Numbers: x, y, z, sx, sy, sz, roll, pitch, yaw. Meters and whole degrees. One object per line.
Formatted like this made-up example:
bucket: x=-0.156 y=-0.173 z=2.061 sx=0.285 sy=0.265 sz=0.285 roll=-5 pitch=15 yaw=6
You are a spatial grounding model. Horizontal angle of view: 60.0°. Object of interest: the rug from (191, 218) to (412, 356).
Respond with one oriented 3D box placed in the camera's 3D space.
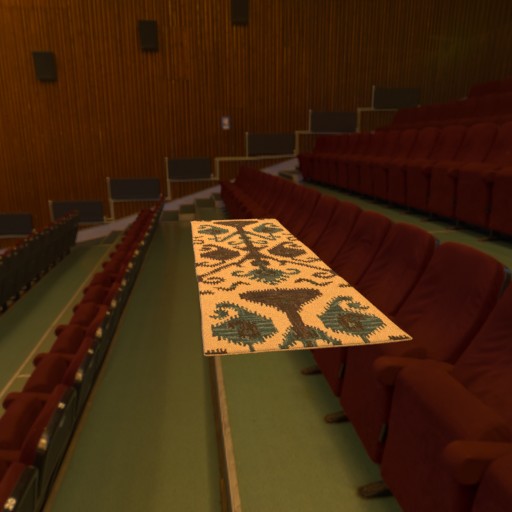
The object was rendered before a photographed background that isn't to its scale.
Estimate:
rug: x=0.000 y=0.000 z=2.513 sx=0.692 sy=0.017 sz=2.301 roll=-2 pitch=15 yaw=-9
